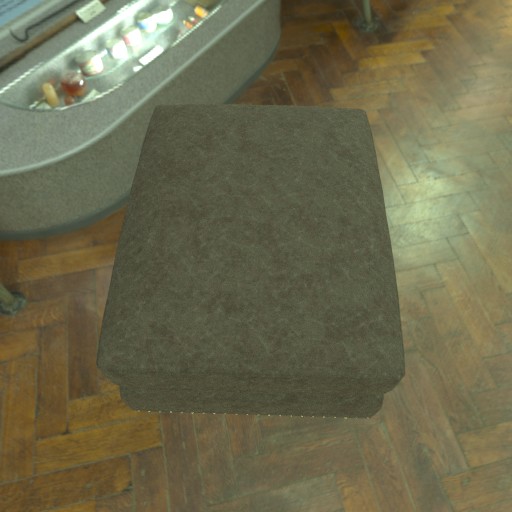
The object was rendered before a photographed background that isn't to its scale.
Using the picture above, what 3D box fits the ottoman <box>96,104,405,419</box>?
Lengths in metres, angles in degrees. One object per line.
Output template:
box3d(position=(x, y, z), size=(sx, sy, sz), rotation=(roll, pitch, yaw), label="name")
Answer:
box3d(position=(0.000, 0.000, 1.143), size=(0.584, 0.513, 0.741), rotation=(2, 58, 1), label="ottoman")
